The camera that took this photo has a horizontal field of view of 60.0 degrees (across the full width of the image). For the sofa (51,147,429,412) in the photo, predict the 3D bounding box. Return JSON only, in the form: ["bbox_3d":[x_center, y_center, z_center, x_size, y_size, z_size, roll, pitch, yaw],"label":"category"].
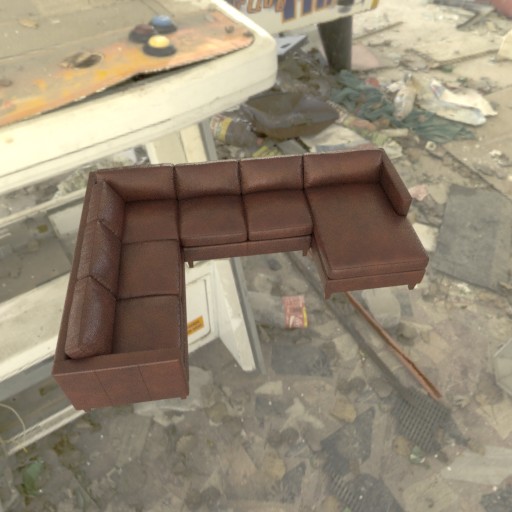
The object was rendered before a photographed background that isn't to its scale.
[{"bbox_3d":[0.000,0.000,4.370,3.324,0.891,2.452,-6,48,-5],"label":"sofa"}]
